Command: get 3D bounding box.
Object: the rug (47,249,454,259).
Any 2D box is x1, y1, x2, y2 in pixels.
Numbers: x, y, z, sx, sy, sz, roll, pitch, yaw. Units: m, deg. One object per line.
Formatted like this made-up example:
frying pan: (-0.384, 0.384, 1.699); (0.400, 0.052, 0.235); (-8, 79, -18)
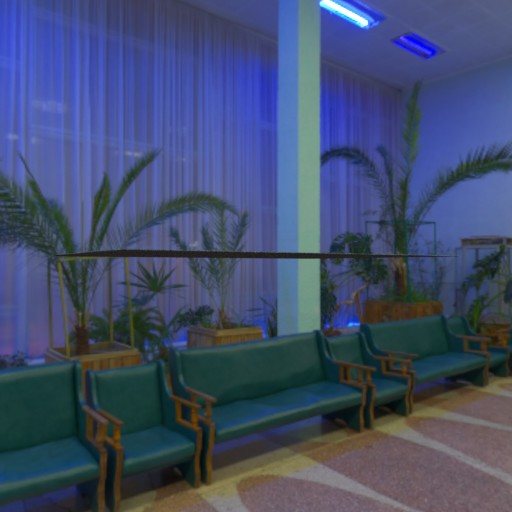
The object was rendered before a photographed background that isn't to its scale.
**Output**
rug: (0.000, 0.000, 4.280); (3.371, 0.008, 2.190); (1, -1, -35)
